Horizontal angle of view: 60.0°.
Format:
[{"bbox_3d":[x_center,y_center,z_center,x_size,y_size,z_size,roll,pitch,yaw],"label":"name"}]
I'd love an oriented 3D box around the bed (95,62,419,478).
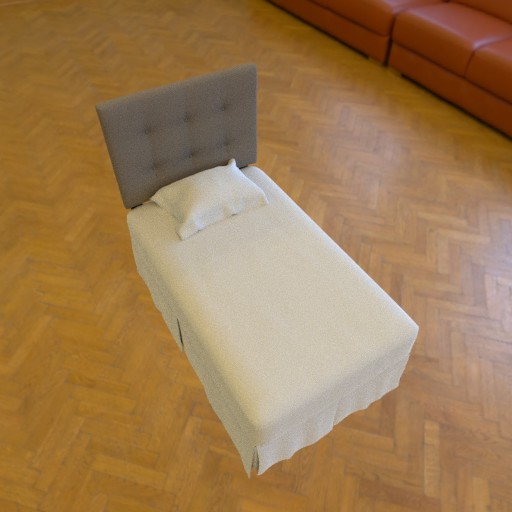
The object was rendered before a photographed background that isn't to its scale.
[{"bbox_3d":[0.000,0.000,2.921,1.261,1.571,1.997,-24,52,-20],"label":"bed"}]
